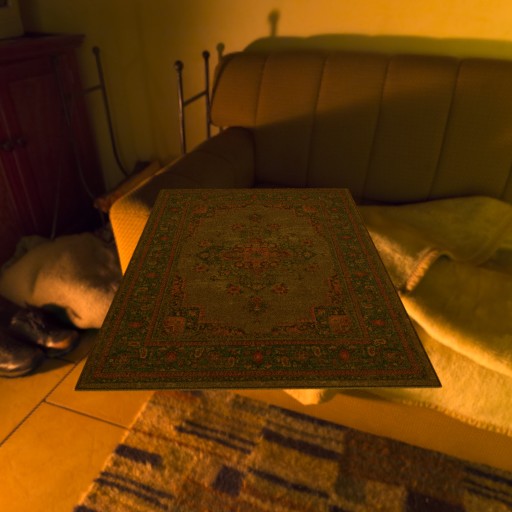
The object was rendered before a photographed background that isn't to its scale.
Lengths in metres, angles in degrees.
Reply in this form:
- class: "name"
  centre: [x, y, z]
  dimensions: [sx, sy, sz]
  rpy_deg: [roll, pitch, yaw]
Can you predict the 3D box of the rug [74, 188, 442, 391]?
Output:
- class: "rug"
  centre: [0.000, 0.000, 2.869]
  dimensions: [1.609, 0.013, 2.214]
  rpy_deg: [0, 31, -1]
